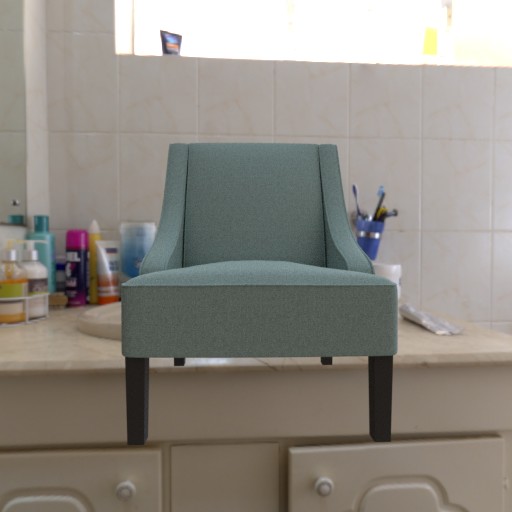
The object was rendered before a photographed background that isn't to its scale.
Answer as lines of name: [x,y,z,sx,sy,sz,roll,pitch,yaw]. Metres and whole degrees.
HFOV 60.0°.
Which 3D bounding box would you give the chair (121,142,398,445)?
chair: [0.000,0.000,1.821,0.857,1.133,1.025,0,1,-2]
